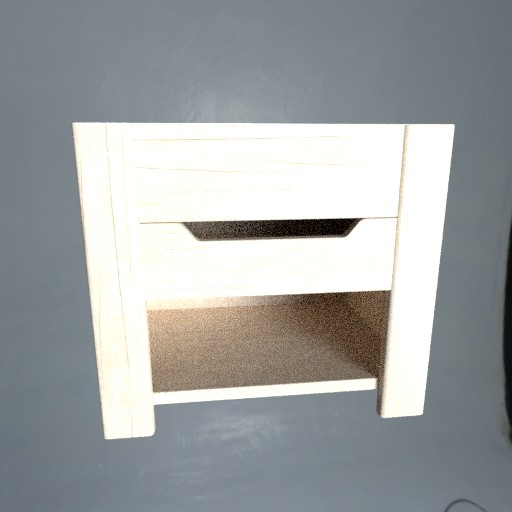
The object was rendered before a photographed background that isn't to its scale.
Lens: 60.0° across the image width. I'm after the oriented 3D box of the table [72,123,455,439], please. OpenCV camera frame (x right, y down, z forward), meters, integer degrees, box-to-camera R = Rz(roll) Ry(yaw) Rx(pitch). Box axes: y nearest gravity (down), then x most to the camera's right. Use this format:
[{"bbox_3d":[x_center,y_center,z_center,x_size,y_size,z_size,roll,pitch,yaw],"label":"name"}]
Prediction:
[{"bbox_3d":[0.000,0.000,0.912,0.570,0.510,0.420,-2,15,-7],"label":"table"}]
